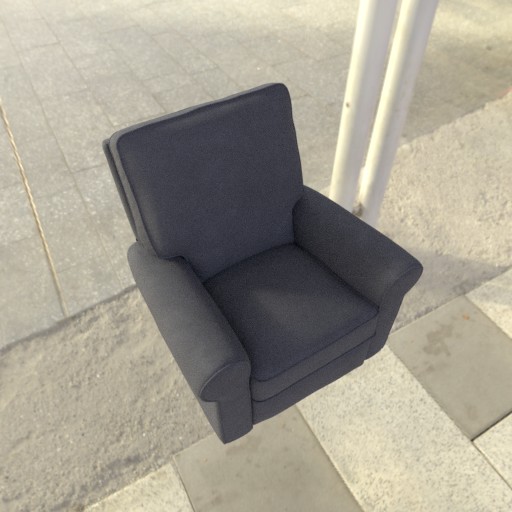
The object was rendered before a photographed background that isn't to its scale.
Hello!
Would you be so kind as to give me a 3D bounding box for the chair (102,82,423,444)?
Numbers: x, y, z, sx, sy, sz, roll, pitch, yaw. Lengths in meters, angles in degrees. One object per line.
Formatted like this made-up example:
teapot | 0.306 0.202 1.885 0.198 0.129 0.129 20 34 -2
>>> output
chair | 0.000 0.000 1.672 0.890 0.961 0.878 -24 52 -21
